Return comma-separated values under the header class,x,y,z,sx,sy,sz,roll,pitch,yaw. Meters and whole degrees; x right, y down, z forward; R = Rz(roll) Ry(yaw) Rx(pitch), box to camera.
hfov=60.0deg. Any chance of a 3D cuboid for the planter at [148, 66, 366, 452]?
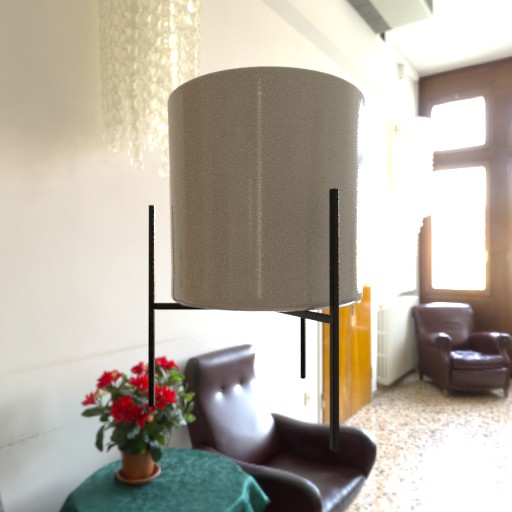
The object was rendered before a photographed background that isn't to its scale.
class,x,y,z,sx,sy,sz,roll,pitch,yaw
planter,0.000,0.000,0.638,0.308,0.431,0.307,0,-1,0
